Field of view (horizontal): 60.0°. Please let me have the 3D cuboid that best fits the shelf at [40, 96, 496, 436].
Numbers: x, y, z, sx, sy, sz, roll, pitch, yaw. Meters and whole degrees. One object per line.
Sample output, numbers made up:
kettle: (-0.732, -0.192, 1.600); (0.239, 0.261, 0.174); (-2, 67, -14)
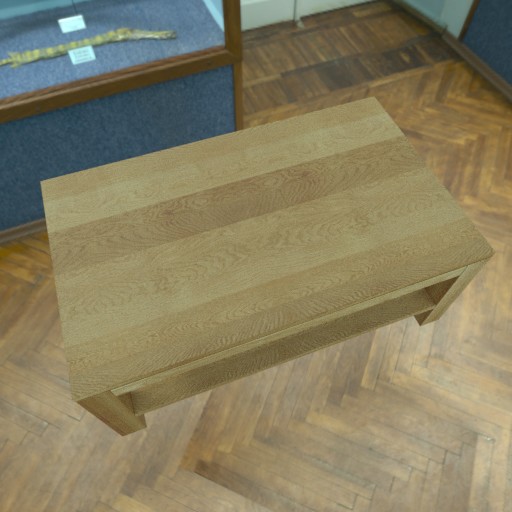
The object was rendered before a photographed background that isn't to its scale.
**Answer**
shelf: (0.000, 0.000, 1.478); (1.150, 0.450, 0.700); (-17, 59, -11)
